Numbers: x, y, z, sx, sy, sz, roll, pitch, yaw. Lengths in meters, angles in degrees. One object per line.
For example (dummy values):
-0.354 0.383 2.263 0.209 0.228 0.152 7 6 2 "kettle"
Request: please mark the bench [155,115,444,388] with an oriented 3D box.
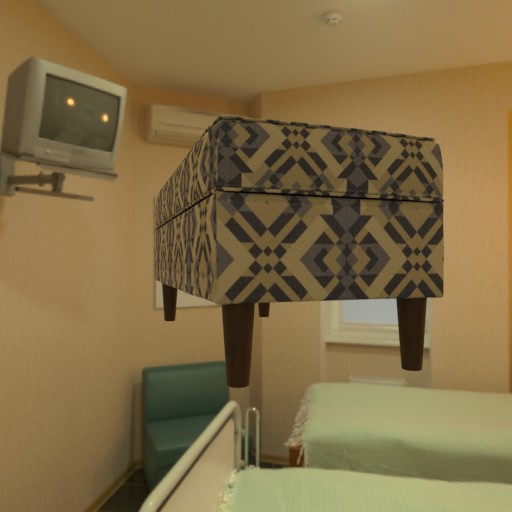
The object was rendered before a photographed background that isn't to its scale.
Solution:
0.000 0.000 1.295 0.492 0.477 1.016 0 -1 -19 "bench"
